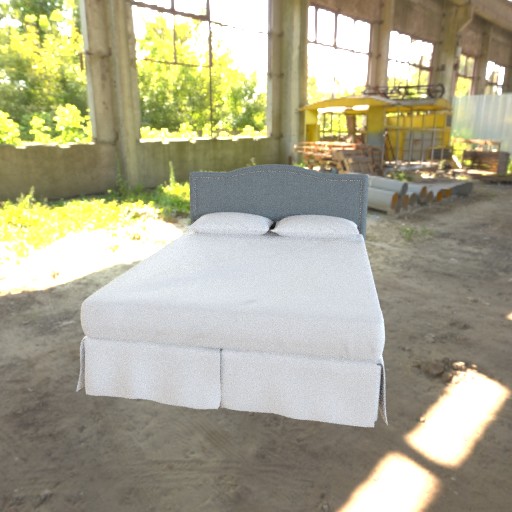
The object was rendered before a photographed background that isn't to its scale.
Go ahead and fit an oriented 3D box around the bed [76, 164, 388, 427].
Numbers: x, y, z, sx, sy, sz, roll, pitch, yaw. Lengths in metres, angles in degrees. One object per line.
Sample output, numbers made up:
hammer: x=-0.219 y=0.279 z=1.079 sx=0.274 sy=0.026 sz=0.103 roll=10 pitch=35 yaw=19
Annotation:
bed: x=0.000 y=0.000 z=4.024 sx=2.161 sy=1.457 sz=2.689 roll=3 pitch=16 yaw=10
